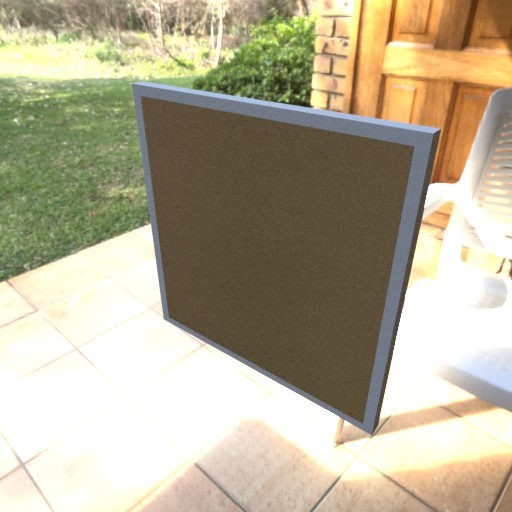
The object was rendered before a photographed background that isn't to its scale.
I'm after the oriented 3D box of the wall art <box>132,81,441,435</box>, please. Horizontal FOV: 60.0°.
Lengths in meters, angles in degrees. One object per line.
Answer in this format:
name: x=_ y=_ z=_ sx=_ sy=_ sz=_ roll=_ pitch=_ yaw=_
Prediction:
wall art: x=0.000 y=0.000 z=1.134 sx=0.763 sy=0.761 sz=0.038 roll=21 pitch=37 yaw=31
